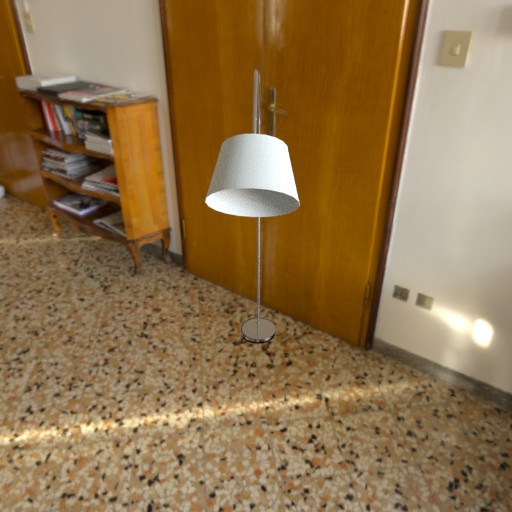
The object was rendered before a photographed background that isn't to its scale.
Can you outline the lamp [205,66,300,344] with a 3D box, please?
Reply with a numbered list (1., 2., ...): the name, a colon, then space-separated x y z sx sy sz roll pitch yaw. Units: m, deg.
1. lamp: 0.000 0.000 2.681 0.406 2.098 1.445 1 29 1
